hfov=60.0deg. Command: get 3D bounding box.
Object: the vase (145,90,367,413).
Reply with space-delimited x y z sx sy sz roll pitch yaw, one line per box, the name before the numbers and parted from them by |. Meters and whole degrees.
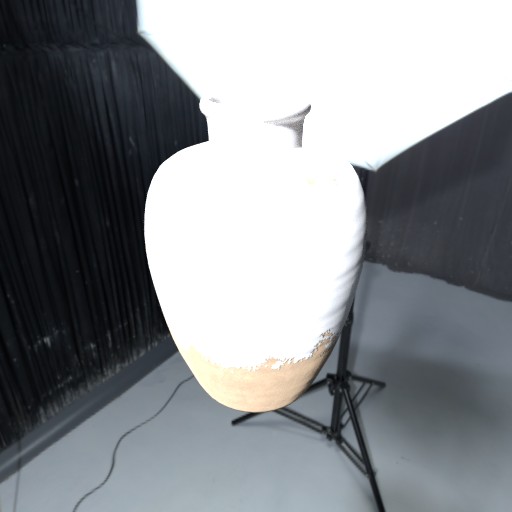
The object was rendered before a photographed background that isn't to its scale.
vase | 0.000 0.000 0.334 0.158 0.228 0.158 0 28 0
